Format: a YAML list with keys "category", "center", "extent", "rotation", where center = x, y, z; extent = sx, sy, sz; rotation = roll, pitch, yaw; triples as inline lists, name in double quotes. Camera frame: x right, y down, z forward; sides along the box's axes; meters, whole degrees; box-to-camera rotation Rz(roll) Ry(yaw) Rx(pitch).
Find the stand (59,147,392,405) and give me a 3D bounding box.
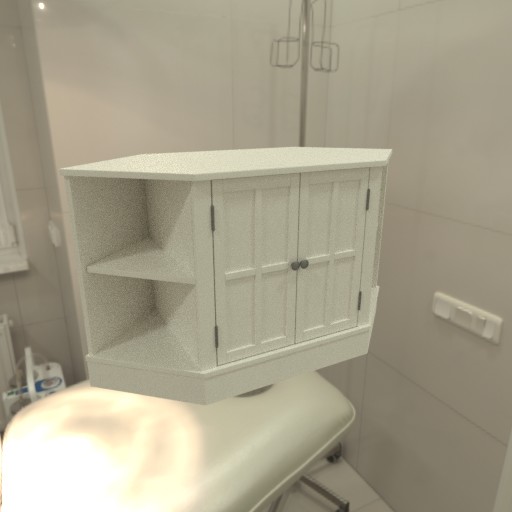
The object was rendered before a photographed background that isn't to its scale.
- category: "stand"
  center: [0.000, 0.000, 1.400]
  extent: [1.072, 0.614, 0.477]
  rotation: [-10, 21, -26]
